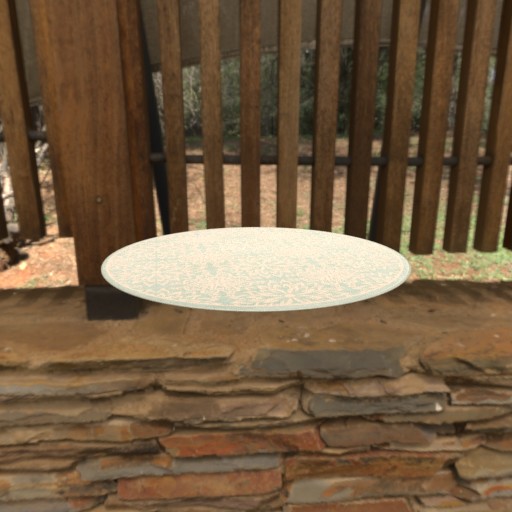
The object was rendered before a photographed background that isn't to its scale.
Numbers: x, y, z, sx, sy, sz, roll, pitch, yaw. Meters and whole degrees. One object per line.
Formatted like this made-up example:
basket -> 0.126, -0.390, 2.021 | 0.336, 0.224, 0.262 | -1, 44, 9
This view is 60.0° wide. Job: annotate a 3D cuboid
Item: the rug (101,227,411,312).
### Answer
rug -> 0.000, 0.000, 2.405 | 1.593, 0.012, 1.593 | 0, 15, 0
